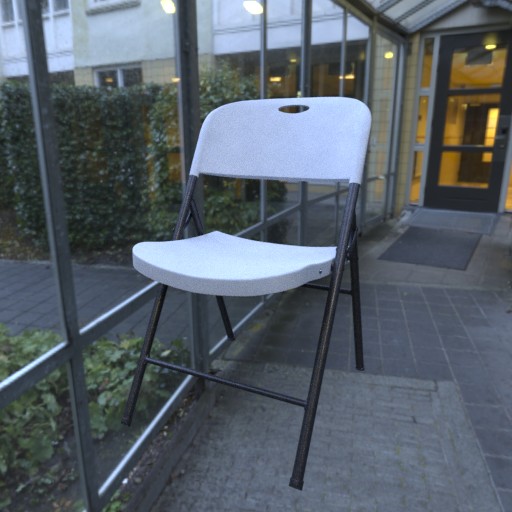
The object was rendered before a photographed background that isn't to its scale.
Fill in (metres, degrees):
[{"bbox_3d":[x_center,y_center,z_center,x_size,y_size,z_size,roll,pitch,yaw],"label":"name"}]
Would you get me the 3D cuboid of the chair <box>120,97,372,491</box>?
[{"bbox_3d":[0.000,0.000,1.151,0.494,0.810,0.566,8,17,26],"label":"chair"}]
